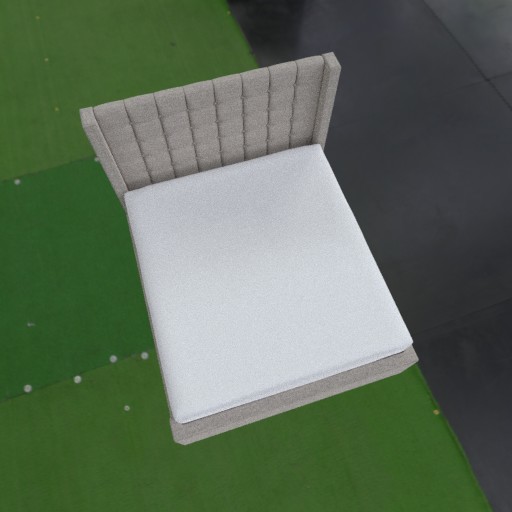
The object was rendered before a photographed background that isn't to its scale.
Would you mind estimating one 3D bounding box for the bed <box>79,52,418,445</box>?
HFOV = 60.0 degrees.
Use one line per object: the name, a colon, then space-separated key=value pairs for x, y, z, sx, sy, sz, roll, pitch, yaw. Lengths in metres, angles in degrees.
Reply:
bed: x=0.000 y=0.000 z=3.736 sx=2.044 sy=1.748 sz=2.372 roll=-16 pitch=65 yaw=-8
